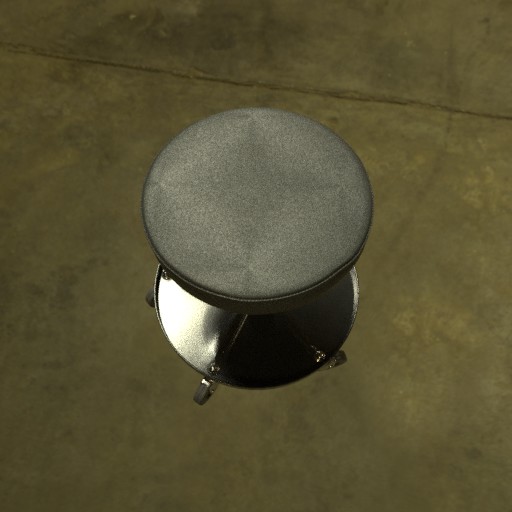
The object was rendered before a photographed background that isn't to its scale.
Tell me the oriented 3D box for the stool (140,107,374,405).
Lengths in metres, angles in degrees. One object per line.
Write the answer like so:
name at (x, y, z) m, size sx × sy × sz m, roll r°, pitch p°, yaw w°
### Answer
stool at (0.000, 0.000, 0.679) m, size 0.381 × 0.365 × 0.382 m, roll -30°, pitch 68°, yaw -14°
